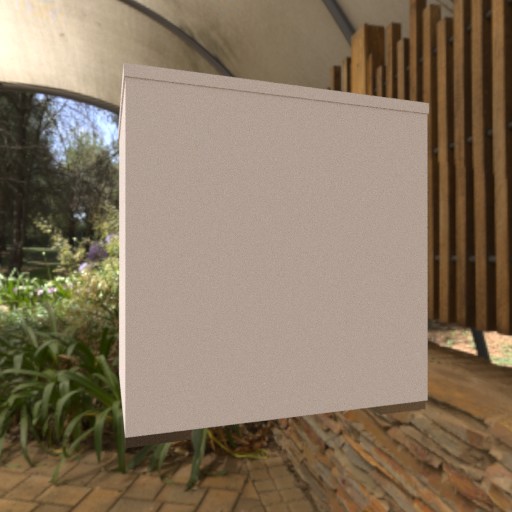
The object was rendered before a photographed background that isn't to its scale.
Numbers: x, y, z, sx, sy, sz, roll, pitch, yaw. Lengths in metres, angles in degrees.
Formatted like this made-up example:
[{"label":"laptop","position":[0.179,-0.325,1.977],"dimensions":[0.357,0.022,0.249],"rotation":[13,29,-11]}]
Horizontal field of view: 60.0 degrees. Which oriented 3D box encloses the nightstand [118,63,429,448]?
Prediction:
[{"label":"nightstand","position":[0.000,0.000,0.752],"dimensions":[0.441,0.460,0.325],"rotation":[0,0,-18]}]
